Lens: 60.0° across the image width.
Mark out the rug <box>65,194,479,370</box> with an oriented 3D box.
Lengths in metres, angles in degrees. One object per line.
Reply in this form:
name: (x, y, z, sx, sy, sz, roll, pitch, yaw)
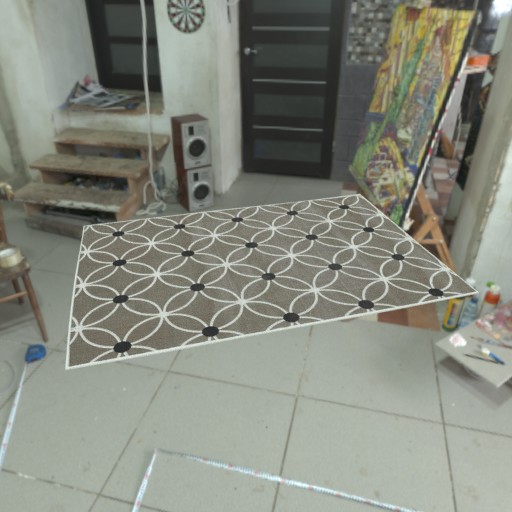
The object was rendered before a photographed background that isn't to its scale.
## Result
rug: (0.000, 0.000, 2.946, 2.284, 0.008, 1.522, -8, 32, -13)
